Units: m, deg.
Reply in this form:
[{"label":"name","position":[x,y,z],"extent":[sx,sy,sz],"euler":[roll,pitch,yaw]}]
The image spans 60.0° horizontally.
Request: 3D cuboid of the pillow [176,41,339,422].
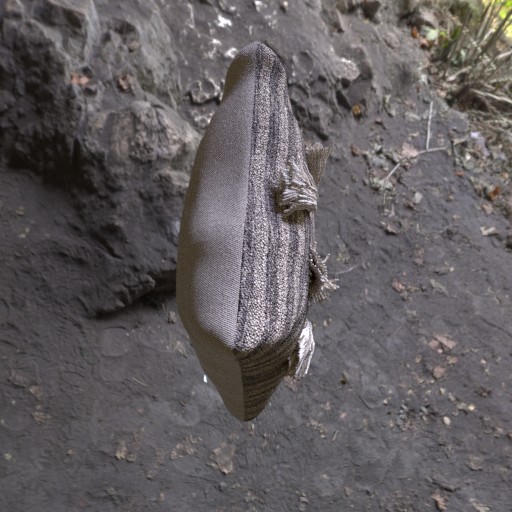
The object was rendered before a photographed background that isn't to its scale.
[{"label":"pillow","position":[0.000,0.000,0.765],"extent":[0.234,0.490,0.484],"euler":[3,62,1]}]
